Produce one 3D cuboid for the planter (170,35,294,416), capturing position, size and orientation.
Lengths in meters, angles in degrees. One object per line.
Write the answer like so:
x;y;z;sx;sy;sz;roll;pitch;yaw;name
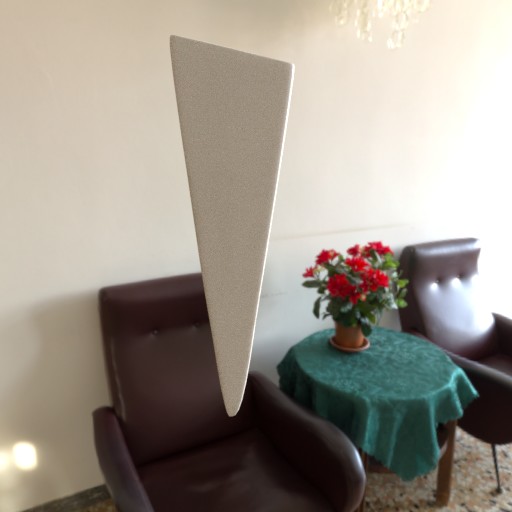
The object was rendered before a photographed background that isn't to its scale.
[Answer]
0.000;0.000;0.392;0.065;0.338;0.143;7;16;26;planter
